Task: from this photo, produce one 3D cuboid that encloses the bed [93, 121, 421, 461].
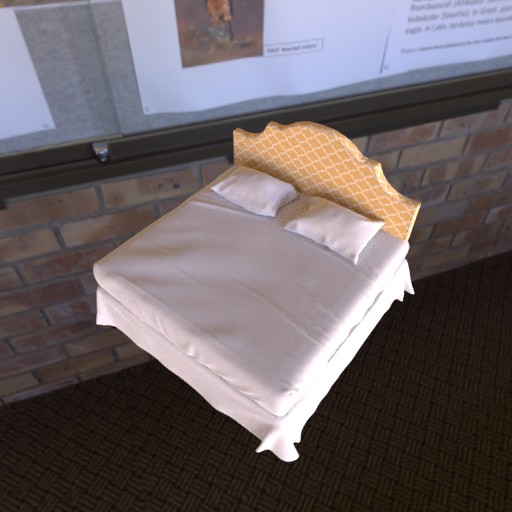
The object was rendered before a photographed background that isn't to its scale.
[{"bbox_3d":[0.000,0.000,3.817,2.314,1.601,2.222,29,52,25],"label":"bed"}]
